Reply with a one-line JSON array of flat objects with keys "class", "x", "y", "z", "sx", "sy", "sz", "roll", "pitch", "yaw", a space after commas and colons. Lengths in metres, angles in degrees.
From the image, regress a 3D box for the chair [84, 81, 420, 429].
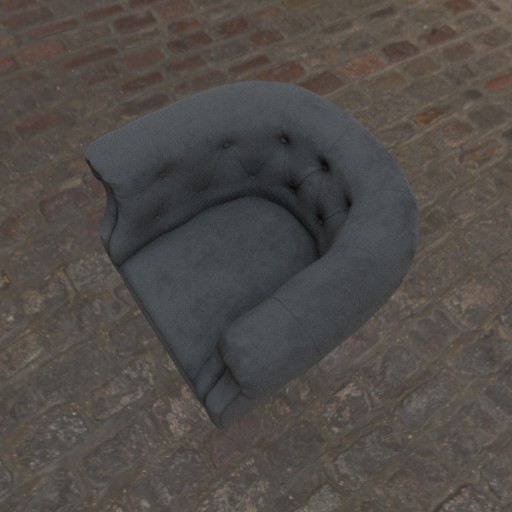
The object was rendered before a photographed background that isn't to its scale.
[{"class": "chair", "x": 0.000, "y": 0.000, "z": 1.547, "sx": 0.851, "sy": 0.826, "sz": 0.904, "roll": -32, "pitch": 67, "yaw": -15}]
